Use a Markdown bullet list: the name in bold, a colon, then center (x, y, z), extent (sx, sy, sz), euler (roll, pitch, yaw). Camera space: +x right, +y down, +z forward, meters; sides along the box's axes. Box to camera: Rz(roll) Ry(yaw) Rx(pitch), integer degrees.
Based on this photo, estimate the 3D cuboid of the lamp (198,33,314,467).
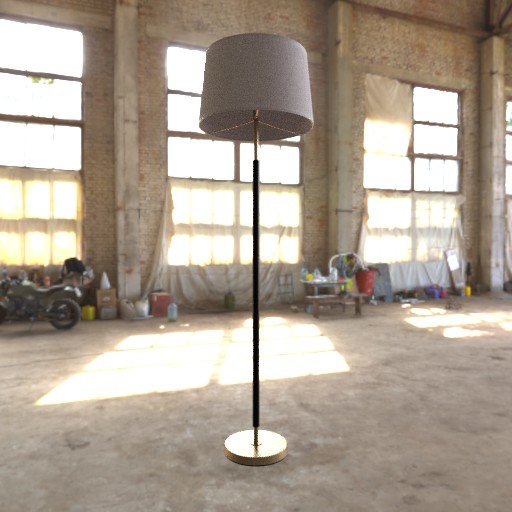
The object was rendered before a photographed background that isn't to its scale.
- **lamp**: center (0.000, 0.000, 1.629), extent (0.420, 1.447, 0.420), euler (0, 1, 0)
